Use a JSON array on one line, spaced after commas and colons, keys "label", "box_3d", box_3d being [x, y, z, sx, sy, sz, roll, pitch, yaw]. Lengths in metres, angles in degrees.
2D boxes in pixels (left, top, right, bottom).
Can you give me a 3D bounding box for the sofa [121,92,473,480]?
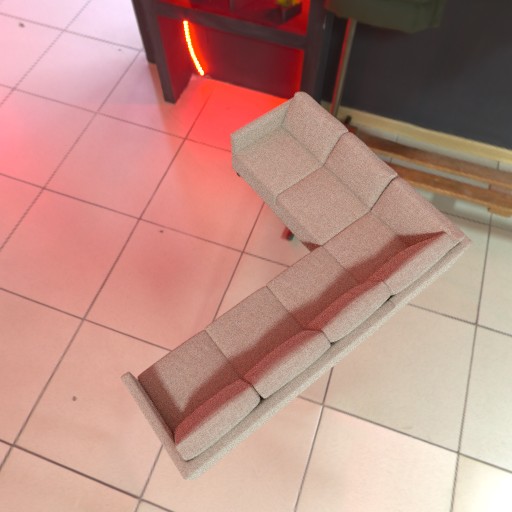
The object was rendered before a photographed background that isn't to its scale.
[{"label": "sofa", "box_3d": [0.000, 0.000, 4.253, 3.182, 0.863, 2.432, -34, 68, -16]}]
